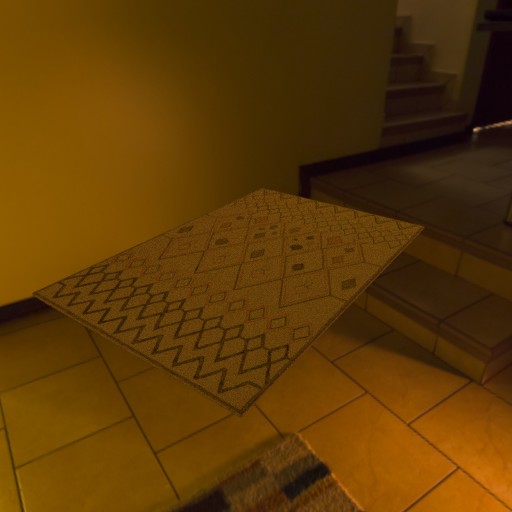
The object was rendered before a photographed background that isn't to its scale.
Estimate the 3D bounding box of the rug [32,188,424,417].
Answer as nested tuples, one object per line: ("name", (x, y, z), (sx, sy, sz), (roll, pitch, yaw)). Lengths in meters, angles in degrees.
("rug", (0.000, 0.000, 2.373), (1.219, 0.016, 1.829), (19, 33, 31))
